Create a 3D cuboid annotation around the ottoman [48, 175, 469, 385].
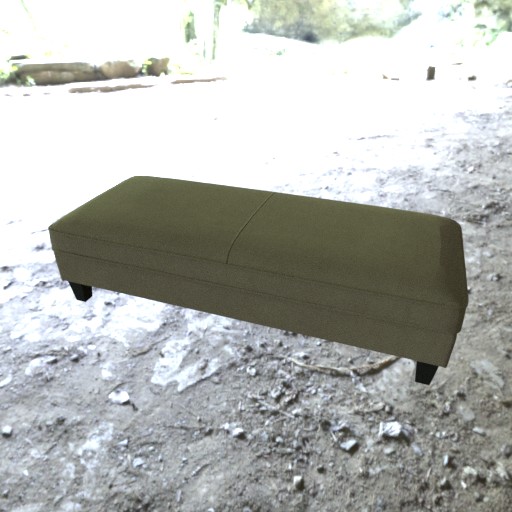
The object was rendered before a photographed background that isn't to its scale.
[{"bbox_3d":[0.000,0.000,2.047,1.726,0.460,0.735,10,32,17],"label":"ottoman"}]
